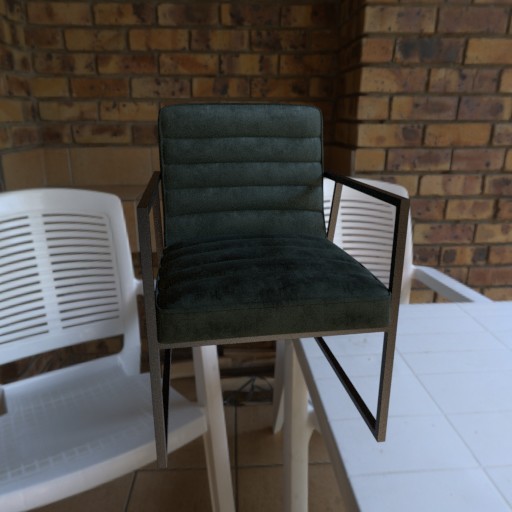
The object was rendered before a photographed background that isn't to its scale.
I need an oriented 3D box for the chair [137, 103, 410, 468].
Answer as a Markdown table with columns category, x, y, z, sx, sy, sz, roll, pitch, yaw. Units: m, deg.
| category | x | y | z | sx | sy | sz | roll | pitch | yaw |
| --- | --- | --- | --- | --- | --- | --- | --- | --- | --- |
| chair | 0.000 | 0.000 | 1.250 | 0.571 | 0.833 | 0.677 | -3 | 17 | -9 |
